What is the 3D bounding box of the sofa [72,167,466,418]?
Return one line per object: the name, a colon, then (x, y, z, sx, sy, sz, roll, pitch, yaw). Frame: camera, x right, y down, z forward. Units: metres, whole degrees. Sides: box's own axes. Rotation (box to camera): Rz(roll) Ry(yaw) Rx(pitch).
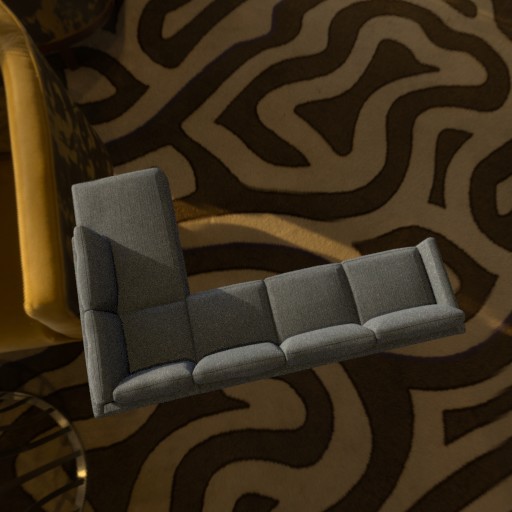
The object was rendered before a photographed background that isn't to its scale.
sofa: (0.000, 0.000, 3.771, 2.949, 0.815, 2.007, -12, 76, -3)
